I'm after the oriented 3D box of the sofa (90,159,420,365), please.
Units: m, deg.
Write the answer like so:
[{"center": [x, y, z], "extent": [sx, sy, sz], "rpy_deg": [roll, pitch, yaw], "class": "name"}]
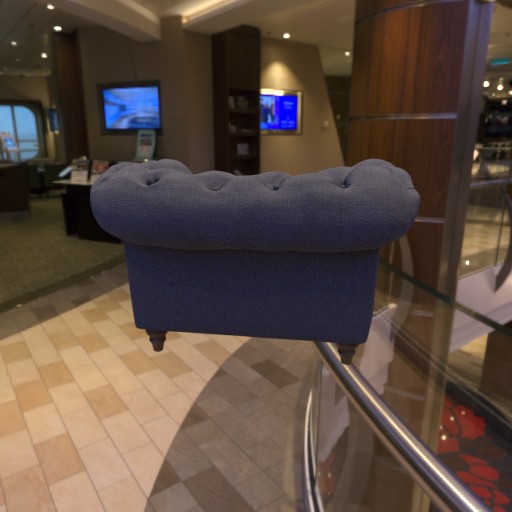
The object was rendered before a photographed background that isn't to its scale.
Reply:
[{"center": [0.000, 0.000, 2.102], "extent": [1.405, 0.878, 1.032], "rpy_deg": [2, 16, 8], "class": "sofa"}]
